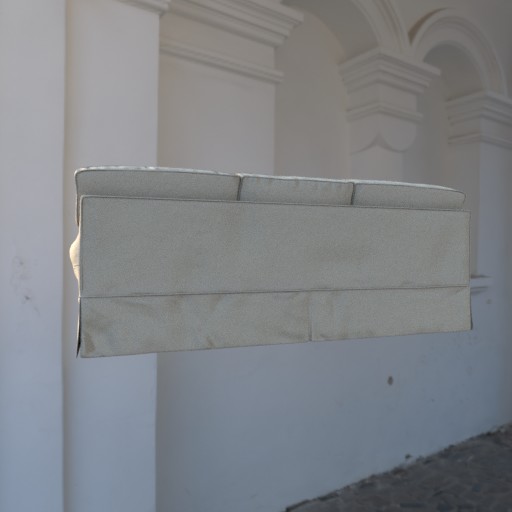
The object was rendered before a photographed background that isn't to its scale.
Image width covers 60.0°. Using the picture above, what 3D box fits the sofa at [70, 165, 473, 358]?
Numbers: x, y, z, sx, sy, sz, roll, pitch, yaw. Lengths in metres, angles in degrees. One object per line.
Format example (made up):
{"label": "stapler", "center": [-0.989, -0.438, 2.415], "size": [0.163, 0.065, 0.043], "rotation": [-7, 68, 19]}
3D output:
{"label": "sofa", "center": [0.000, 0.000, 3.306], "size": [2.475, 0.978, 1.733], "rotation": [0, 0, -19]}
